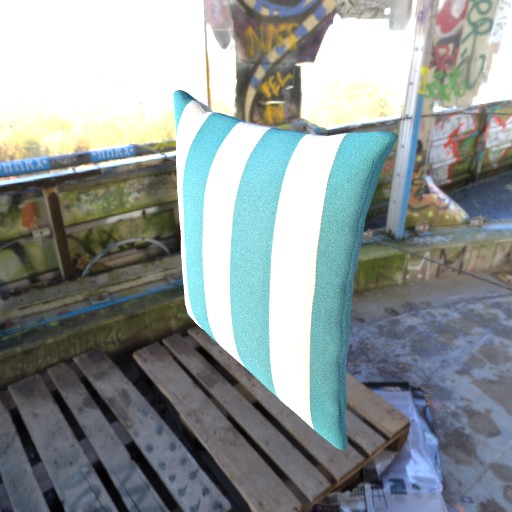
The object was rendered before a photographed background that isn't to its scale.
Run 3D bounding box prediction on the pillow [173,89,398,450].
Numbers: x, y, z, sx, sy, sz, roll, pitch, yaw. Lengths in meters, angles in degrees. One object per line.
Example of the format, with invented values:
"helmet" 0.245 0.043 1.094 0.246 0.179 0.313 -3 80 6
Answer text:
"pillow" 0.000 0.000 0.802 0.189 0.526 0.536 -19 32 -33
